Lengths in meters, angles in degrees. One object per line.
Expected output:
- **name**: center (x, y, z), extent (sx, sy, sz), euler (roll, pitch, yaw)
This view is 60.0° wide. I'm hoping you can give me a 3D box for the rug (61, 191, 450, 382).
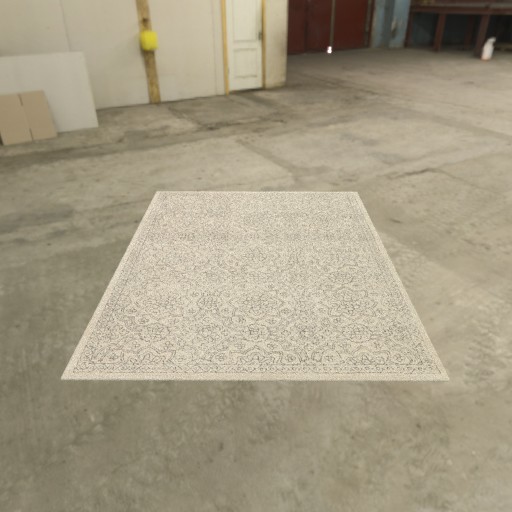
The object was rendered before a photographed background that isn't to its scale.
- **rug**: center (0.000, 0.000, 4.083), extent (2.441, 0.015, 3.050), euler (0, 31, 0)
